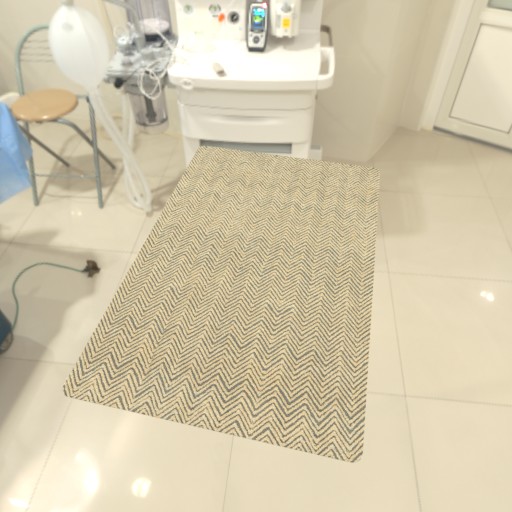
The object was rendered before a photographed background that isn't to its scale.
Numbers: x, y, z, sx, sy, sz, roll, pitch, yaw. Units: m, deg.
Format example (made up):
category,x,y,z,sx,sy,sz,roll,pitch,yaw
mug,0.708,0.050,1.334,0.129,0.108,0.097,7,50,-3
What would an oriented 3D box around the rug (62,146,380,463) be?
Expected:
category,x,y,z,sx,sy,sz,roll,pitch,yaw
rug,0.000,0.000,2.188,1.144,0.008,1.752,9,47,9
